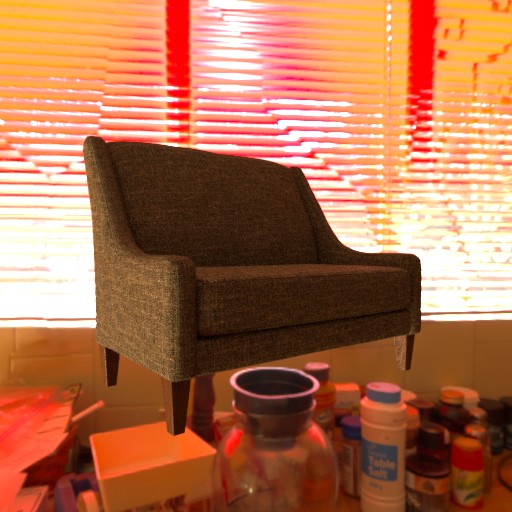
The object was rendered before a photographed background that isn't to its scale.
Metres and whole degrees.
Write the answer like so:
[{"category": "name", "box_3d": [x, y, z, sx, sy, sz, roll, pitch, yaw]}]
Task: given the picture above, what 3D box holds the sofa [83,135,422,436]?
[{"category": "sofa", "box_3d": [0.000, 0.000, 1.924, 1.242, 1.021, 0.870, -1, 1, -37]}]
